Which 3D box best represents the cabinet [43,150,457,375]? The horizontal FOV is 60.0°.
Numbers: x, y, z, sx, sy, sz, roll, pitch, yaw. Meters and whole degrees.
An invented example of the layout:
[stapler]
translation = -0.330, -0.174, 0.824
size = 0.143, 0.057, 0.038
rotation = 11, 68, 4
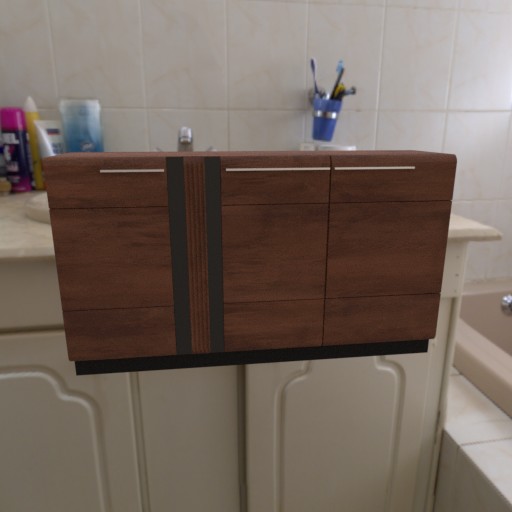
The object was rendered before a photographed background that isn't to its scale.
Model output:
[cabinet]
translation = 0.000, 0.000, 1.995
size = 1.600, 0.900, 0.420
rotation = -2, 16, -7
